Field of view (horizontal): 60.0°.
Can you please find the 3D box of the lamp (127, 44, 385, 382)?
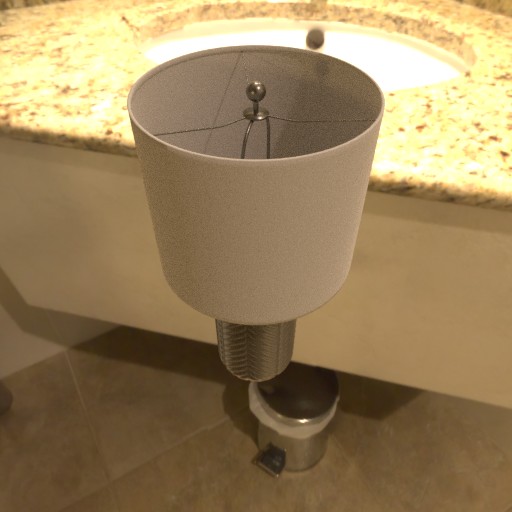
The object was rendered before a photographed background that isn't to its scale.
[{"bbox_3d":[0.000,0.000,0.487,0.203,0.389,0.203,16,47,15],"label":"lamp"}]
